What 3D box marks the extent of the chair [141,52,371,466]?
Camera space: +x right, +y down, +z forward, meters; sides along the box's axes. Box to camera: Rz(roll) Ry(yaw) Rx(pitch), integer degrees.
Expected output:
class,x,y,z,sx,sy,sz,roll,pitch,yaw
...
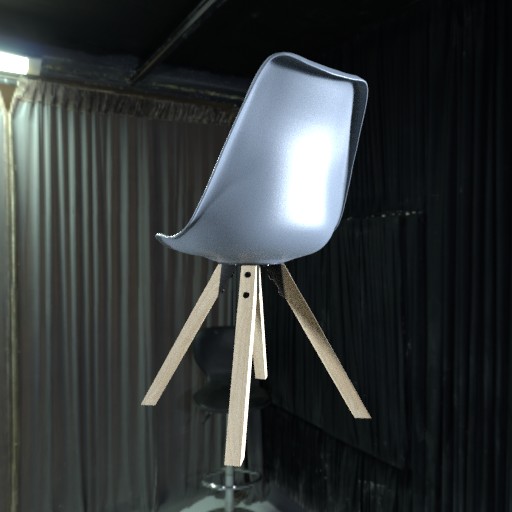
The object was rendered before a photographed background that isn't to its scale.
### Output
class,x,y,z,sx,sy,sz,roll,pitch,yaw
chair,0.000,0.000,1.187,0.485,0.850,0.550,-1,2,-37
